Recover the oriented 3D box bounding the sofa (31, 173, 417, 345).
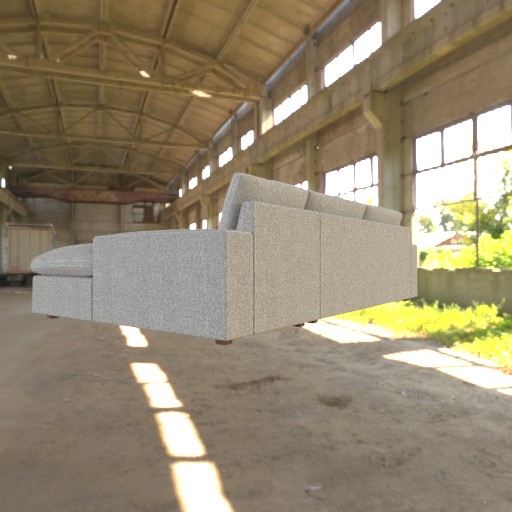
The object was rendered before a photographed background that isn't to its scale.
[{"bbox_3d":[0.000,0.000,3.488,1.689,0.813,2.718,0,0,36],"label":"sofa"}]
